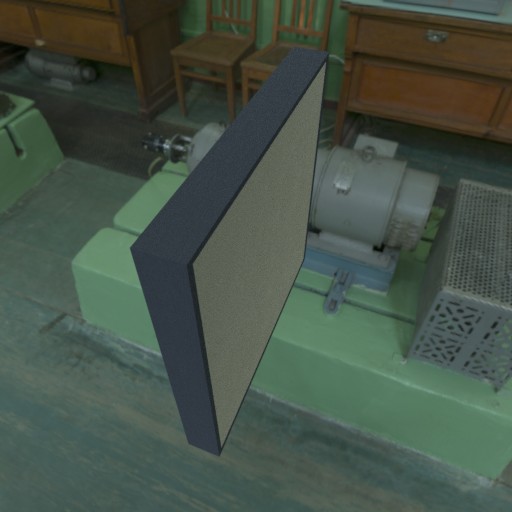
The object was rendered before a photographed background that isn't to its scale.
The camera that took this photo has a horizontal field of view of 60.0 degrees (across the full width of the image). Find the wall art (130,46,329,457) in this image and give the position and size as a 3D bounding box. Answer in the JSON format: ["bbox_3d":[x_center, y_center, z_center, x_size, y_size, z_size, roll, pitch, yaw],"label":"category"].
[{"bbox_3d":[0.000,0.000,0.454,0.036,0.300,0.302,16,49,14],"label":"wall art"}]
